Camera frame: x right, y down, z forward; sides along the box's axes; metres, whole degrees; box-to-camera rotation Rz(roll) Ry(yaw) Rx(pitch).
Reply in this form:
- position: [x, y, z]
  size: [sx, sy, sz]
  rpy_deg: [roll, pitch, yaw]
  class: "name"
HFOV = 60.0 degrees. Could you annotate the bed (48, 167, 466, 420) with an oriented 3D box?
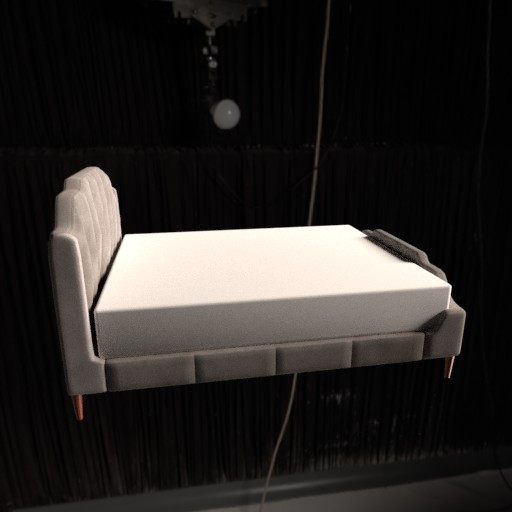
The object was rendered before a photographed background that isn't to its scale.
- position: [0.000, 0.000, 3.198]
  size: [2.340, 1.245, 1.676]
  rpy_deg: [-3, 17, -10]
  class: "bed"
